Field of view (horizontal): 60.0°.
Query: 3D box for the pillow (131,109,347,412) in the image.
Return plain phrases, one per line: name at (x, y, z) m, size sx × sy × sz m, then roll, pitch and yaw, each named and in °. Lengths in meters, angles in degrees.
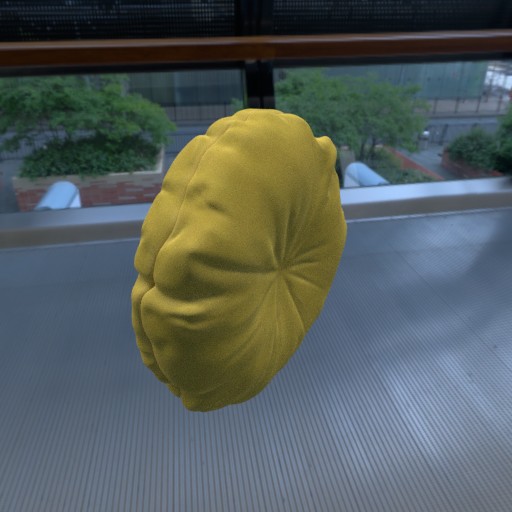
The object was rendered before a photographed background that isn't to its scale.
pillow at (0.000, 0.000, 0.647) m, size 0.148 × 0.407 × 0.428 m, roll 18°, pitch 33°, yaw 31°
